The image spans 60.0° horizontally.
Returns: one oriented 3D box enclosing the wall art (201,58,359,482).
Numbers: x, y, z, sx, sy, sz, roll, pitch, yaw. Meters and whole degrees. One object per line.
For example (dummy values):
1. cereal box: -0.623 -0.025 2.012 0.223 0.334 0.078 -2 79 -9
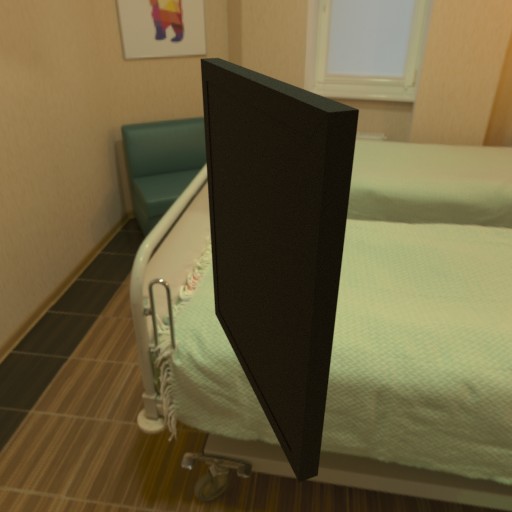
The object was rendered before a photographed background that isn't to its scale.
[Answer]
1. wall art: 0.000 0.000 0.737 0.033 0.559 0.457 -11 32 -18
